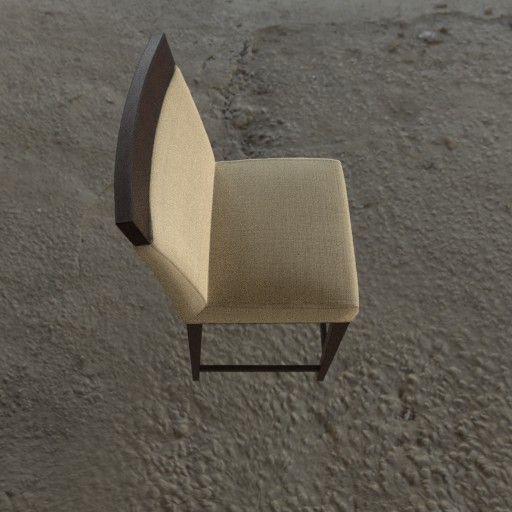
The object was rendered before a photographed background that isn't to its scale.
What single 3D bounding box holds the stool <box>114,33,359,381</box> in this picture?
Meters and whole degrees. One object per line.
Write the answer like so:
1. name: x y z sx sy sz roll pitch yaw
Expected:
1. stool: 0.000 0.000 1.345 0.531 1.117 0.511 0 60 0
